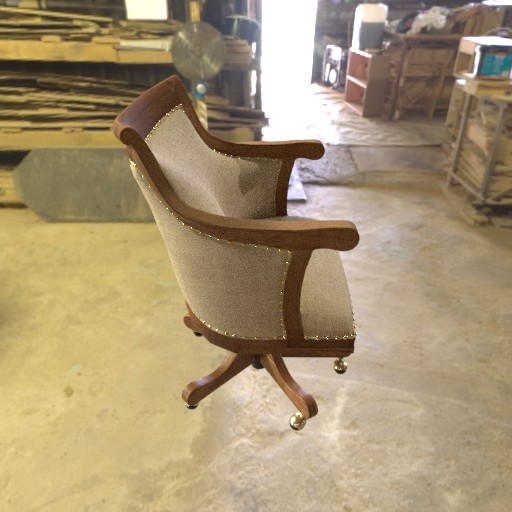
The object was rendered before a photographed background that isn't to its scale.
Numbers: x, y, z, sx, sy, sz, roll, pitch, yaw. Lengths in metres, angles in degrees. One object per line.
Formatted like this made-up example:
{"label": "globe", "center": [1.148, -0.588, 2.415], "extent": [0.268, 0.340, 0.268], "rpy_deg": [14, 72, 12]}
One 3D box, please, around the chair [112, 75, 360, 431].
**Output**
{"label": "chair", "center": [0.000, 0.000, 1.387], "extent": [0.689, 0.965, 0.656], "rpy_deg": [0, 32, 0]}
